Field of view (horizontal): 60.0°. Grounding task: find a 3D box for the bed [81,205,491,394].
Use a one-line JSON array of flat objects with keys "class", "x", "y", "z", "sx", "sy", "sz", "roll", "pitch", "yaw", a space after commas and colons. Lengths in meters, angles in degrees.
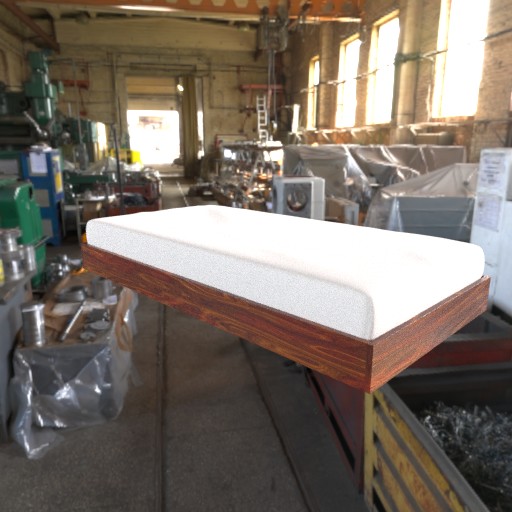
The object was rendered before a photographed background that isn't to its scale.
[{"class": "bed", "x": 0.000, "y": 0.000, "z": 2.182, "sx": 0.940, "sy": 0.312, "sz": 1.860, "roll": -14, "pitch": 20, "yaw": -43}]
